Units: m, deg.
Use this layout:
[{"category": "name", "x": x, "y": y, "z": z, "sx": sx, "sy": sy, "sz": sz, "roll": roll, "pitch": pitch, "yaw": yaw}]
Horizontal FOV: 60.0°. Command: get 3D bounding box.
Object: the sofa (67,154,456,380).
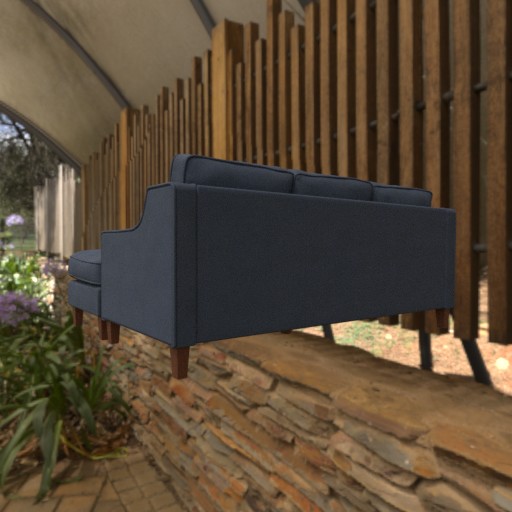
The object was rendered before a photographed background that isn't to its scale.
[{"category": "sofa", "x": 0.000, "y": 0.000, "z": 3.346, "sx": 2.317, "sy": 1.066, "sz": 1.858, "roll": -1, "pitch": 1, "yaw": -36}]
